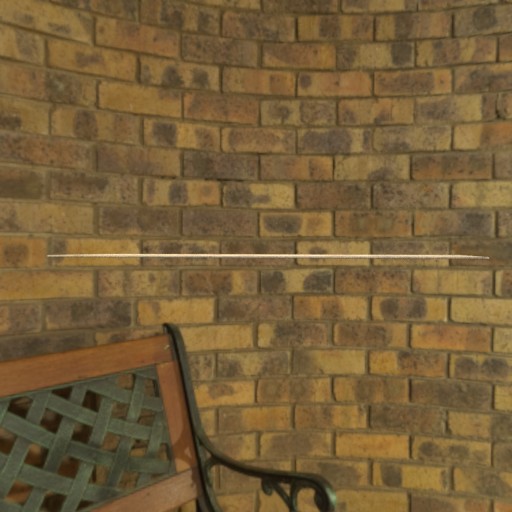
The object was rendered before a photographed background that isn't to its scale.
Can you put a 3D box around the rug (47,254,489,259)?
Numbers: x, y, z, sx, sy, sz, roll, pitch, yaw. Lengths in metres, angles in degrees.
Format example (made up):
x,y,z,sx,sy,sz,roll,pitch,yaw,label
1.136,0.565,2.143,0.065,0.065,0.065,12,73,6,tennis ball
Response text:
x,y,z,sx,sy,sz,roll,pitch,yaw,label
0.000,0.000,2.722,2.435,0.011,0.750,0,1,16,rug
